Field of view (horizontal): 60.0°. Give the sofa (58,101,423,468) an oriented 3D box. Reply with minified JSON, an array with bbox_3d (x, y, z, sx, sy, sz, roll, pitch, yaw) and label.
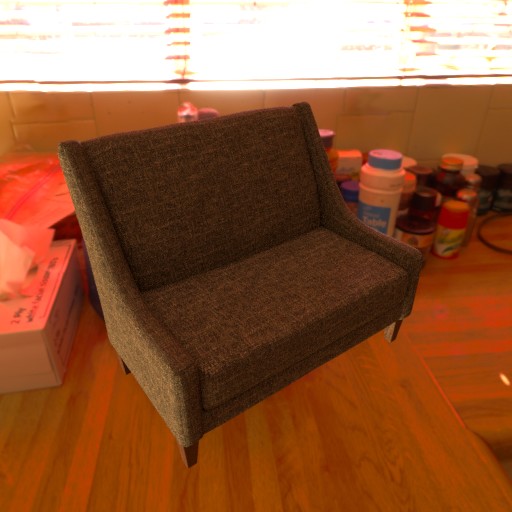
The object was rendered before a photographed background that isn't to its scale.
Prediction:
[{"bbox_3d":[0.000,0.000,1.902,1.242,1.021,0.870,-21,36,-31],"label":"sofa"}]
